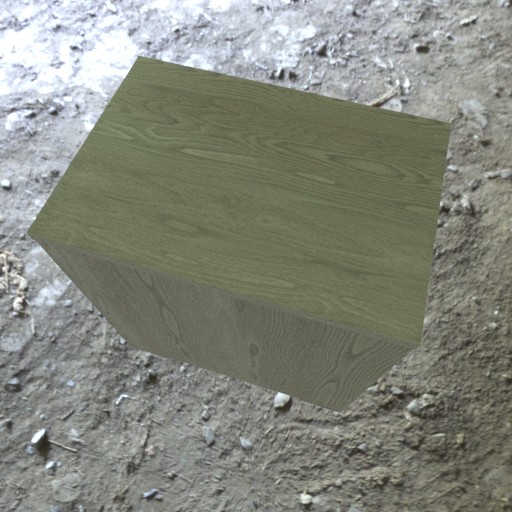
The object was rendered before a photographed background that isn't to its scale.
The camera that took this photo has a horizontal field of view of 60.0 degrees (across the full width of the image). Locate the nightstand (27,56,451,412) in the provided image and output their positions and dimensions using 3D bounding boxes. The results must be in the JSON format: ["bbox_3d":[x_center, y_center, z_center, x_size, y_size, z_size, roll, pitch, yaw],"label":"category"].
[{"bbox_3d":[0.000,0.000,0.746,0.442,0.461,0.325,15,64,8],"label":"nightstand"}]
